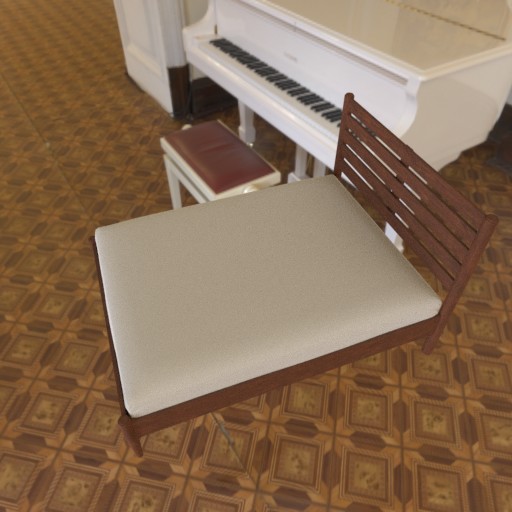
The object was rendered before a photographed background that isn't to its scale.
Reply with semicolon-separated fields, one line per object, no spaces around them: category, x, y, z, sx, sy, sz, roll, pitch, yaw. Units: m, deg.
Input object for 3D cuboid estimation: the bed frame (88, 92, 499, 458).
bed frame;0.000;0.000;3.134;2.234;1.321;1.655;-15;47;-14
